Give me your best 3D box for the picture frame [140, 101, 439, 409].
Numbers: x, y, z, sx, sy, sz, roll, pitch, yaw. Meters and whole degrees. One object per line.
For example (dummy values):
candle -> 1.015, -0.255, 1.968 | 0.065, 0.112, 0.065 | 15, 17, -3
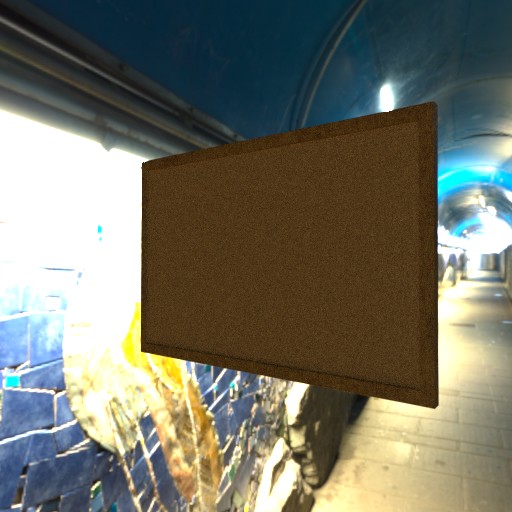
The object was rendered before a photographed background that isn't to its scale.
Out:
picture frame -> 0.000, 0.000, 1.182 | 0.922, 0.621, 0.029 | 0, -1, 37
